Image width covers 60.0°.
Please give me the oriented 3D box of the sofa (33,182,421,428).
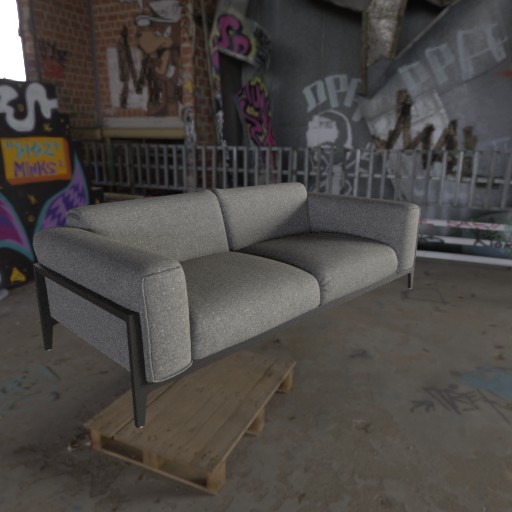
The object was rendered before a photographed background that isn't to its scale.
[{"bbox_3d":[0.000,0.000,2.530,0.985,0.703,2.125,15,21,43],"label":"sofa"}]
